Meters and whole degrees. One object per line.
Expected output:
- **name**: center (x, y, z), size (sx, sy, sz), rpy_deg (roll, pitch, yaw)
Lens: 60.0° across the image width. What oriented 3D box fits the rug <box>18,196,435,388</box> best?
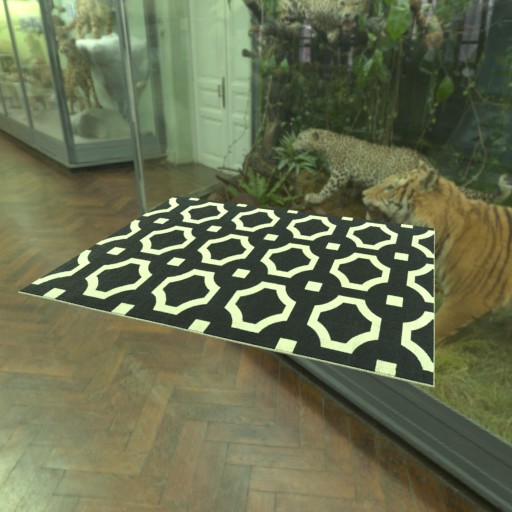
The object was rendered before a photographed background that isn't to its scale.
- **rug**: center (0.000, 0.000, 4.020), size (3.049, 0.021, 2.466), rpy_deg (9, 28, 18)
